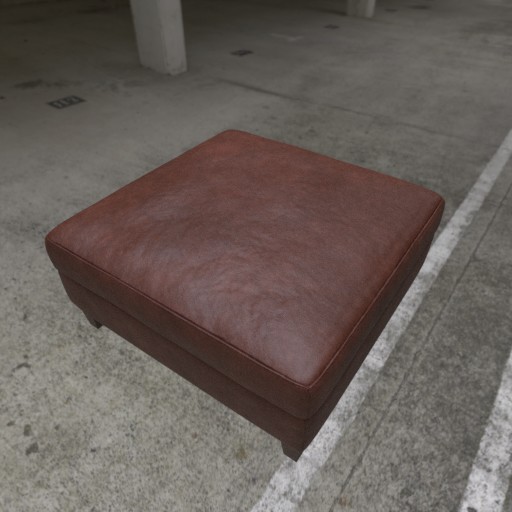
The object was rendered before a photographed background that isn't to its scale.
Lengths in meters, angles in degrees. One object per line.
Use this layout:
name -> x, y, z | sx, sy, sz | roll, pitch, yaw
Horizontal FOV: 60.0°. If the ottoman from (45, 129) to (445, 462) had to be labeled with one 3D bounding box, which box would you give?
ottoman -> 0.000, 0.000, 1.332 | 0.844, 0.415, 0.836 | 24, 46, 26
